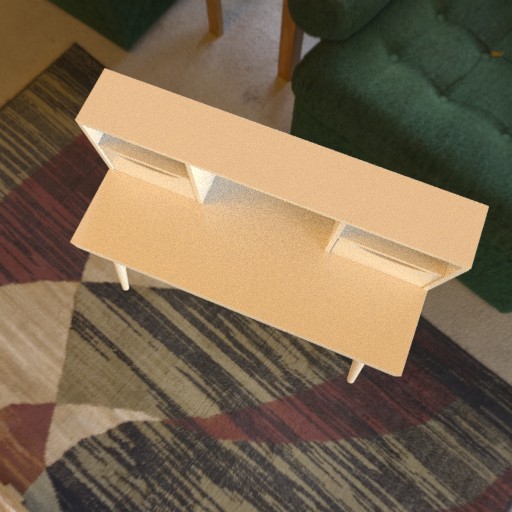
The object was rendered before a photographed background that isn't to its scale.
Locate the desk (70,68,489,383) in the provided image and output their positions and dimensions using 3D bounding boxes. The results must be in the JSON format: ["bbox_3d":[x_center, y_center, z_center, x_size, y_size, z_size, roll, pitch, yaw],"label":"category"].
[{"bbox_3d":[0.000,0.000,1.708,1.199,0.990,0.559,21,76,6],"label":"desk"}]
